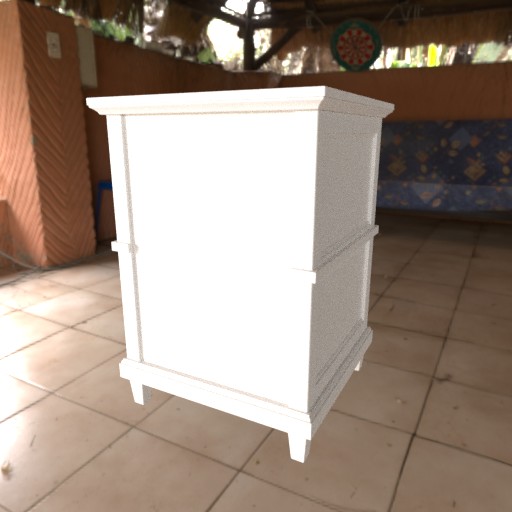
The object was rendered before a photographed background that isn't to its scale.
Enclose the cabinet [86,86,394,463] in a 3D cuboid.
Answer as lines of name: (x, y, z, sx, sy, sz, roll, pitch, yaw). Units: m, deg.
cabinet: (0.000, 0.000, 1.173, 0.544, 0.775, 0.547, 8, 17, 27)
